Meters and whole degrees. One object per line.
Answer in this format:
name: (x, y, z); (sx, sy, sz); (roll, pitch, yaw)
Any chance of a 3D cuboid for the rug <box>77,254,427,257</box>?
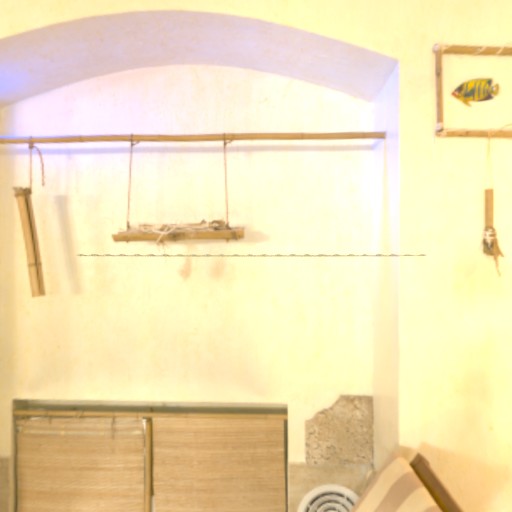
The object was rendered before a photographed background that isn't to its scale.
rug: (0.000, 0.000, 2.569); (1.222, 0.009, 2.084); (0, 0, 1)
